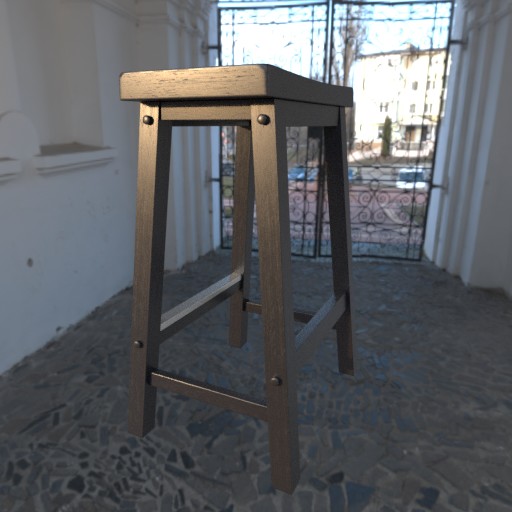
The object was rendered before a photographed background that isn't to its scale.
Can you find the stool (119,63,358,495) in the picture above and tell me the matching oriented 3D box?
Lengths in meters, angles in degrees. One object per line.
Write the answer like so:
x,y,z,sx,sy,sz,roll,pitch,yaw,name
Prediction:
0.000,0.000,0.827,0.322,0.610,0.406,8,18,25,stool
